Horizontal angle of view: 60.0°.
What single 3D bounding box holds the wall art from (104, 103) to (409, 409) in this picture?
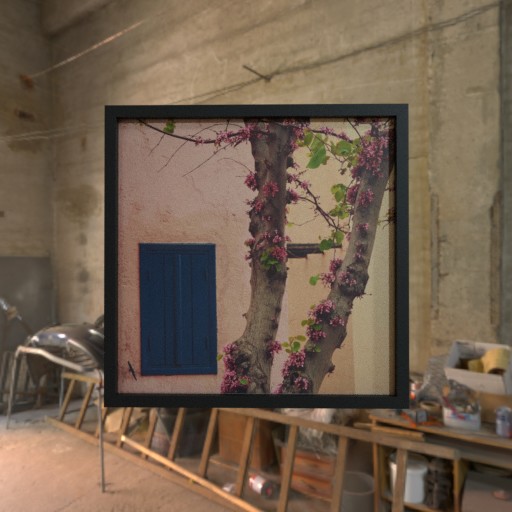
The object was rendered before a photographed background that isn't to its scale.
[{"bbox_3d":[0.000,0.000,0.462,0.305,0.304,0.038,0,0,1],"label":"wall art"}]
